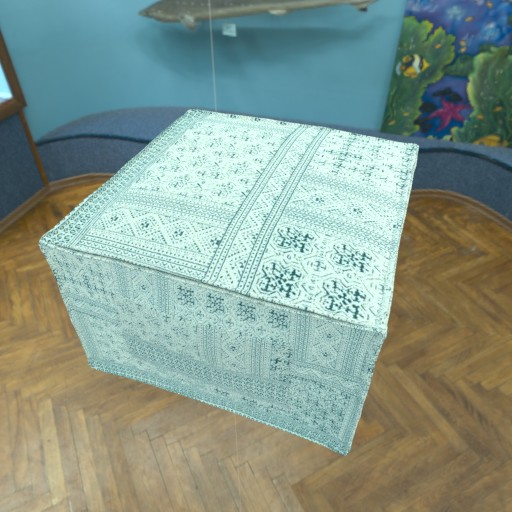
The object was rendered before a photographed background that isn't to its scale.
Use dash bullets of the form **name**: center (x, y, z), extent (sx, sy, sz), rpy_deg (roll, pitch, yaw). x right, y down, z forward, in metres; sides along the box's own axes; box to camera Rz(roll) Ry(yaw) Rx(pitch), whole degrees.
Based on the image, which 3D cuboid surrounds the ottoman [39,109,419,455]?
- **ottoman**: center (0.000, 0.000, 1.035), extent (0.617, 0.439, 0.626), rpy_deg (13, 43, 15)
